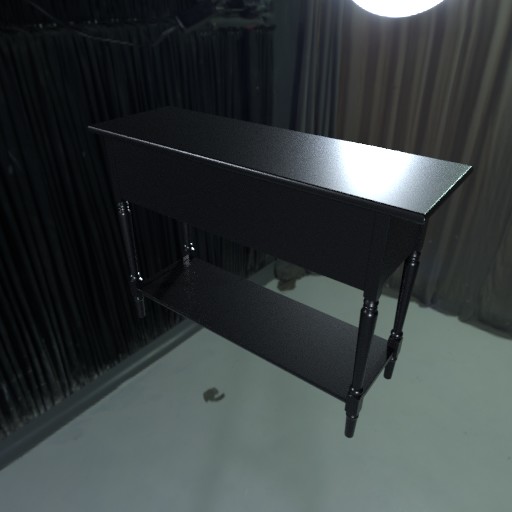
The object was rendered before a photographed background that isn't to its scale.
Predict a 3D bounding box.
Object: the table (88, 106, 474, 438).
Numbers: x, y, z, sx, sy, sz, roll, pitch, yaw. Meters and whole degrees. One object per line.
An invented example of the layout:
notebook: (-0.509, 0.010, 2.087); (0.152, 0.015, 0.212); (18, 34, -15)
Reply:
table: (0.000, 0.000, 1.585); (1.191, 0.819, 0.386); (21, 37, 31)
